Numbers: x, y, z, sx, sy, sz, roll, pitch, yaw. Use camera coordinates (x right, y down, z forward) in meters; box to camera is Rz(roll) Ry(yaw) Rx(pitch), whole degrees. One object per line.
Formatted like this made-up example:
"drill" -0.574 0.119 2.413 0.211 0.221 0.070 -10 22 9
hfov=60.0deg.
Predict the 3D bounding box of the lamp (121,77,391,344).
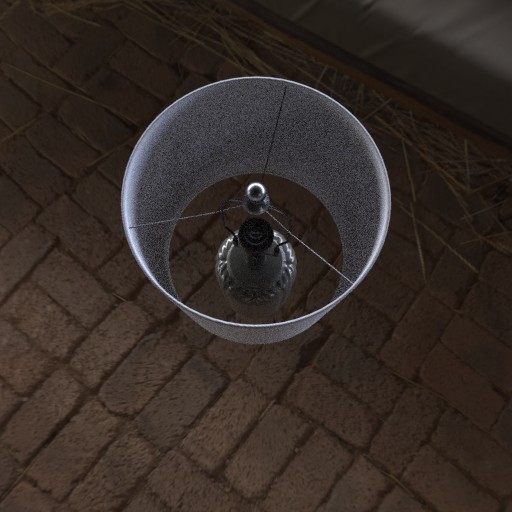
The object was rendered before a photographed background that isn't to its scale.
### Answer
"lamp" 0.000 0.000 0.515 0.203 0.389 0.203 14 76 4
